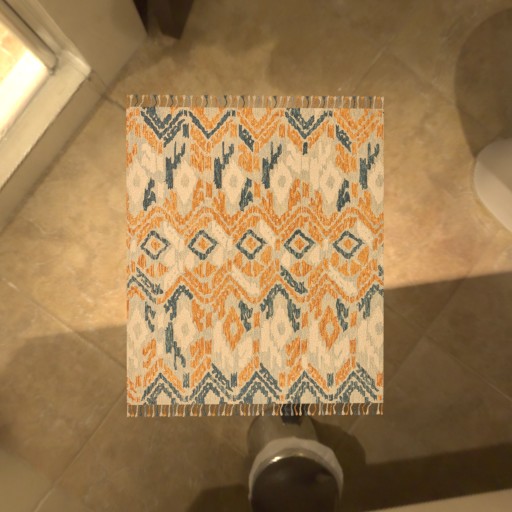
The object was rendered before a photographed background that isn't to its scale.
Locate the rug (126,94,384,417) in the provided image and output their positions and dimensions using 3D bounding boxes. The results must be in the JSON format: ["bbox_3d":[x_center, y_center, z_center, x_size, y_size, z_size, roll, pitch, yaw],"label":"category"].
[{"bbox_3d":[0.000,0.000,4.207,2.439,0.010,3.048,0,90,-1],"label":"rug"}]
